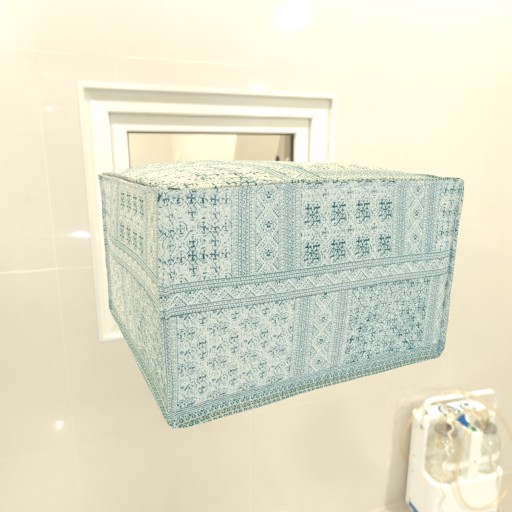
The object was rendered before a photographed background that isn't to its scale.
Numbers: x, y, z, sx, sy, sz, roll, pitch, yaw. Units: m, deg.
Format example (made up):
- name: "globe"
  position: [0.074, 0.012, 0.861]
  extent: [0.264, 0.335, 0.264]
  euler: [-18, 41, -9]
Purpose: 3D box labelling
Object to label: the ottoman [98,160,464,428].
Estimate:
- name: "ottoman"
  position: [0.000, 0.000, 1.043]
  extent: [0.617, 0.439, 0.626]
  euler: [-6, 14, -26]
